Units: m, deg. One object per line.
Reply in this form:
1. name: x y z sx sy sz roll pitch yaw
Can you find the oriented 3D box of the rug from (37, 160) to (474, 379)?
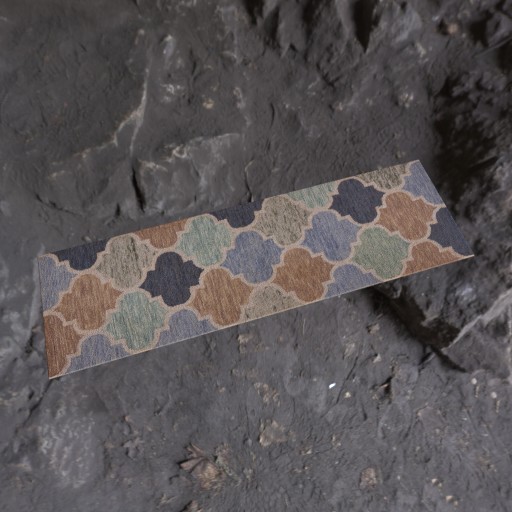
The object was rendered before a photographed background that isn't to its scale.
1. rug: 0.000 0.000 2.420 2.287 0.011 0.687 -15 65 -7
